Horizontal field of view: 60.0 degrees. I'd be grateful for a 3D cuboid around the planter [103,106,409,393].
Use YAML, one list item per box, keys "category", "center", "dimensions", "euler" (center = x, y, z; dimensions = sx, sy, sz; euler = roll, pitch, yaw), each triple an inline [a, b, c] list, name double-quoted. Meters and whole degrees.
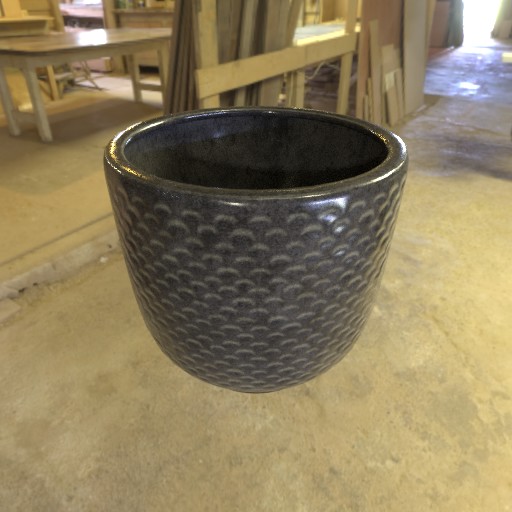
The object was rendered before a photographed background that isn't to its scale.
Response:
- category: "planter"
  center: [0.000, 0.000, 0.241]
  dimensions: [0.140, 0.129, 0.140]
  euler: [0, 31, 0]
